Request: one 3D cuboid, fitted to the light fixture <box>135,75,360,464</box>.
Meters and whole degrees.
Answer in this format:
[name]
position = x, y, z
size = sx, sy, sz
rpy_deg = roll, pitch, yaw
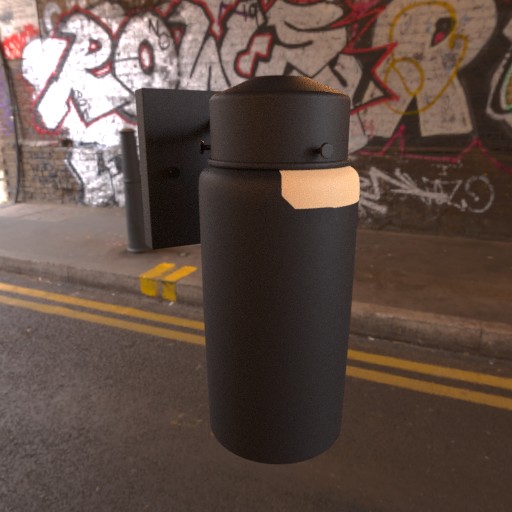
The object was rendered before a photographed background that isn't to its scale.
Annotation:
[light fixture]
position = 0.000, 0.000, 0.352
size = 0.130, 0.257, 0.176
rpy_deg = -8, 18, -27
